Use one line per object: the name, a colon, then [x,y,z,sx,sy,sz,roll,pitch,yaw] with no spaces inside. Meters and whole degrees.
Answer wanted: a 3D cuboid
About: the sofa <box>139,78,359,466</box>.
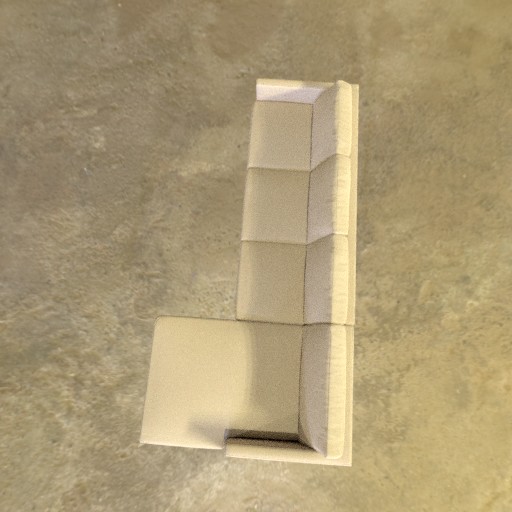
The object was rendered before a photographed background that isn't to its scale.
sofa: [0.000,0.000,3.824,1.622,0.871,3.206,4,75,1]
